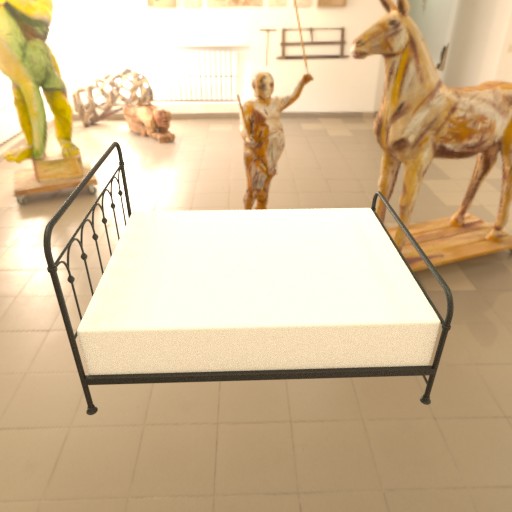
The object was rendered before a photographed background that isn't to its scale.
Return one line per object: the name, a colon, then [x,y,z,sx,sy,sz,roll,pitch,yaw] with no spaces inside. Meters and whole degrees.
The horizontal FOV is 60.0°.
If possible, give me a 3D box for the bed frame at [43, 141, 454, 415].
bed frame: [0.000,0.000,3.191,2.203,1.276,1.664,-1,31,-2]
